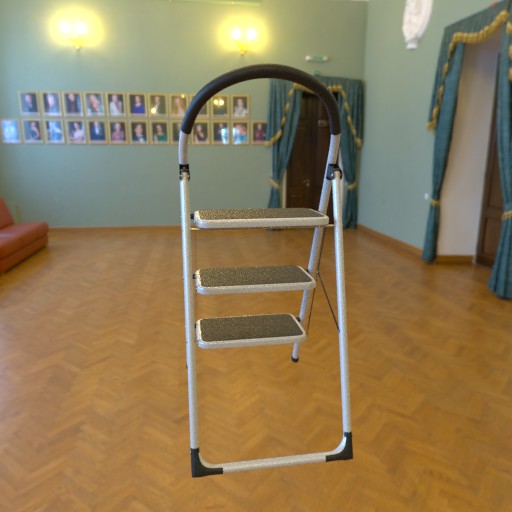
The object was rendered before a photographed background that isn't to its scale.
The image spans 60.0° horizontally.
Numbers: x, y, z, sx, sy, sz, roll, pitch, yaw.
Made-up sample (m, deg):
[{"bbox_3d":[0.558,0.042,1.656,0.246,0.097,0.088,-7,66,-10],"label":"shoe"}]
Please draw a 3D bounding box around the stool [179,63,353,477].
[{"bbox_3d":[0.000,0.000,1.469,0.485,1.109,0.676,-2,13,-9],"label":"stool"}]
